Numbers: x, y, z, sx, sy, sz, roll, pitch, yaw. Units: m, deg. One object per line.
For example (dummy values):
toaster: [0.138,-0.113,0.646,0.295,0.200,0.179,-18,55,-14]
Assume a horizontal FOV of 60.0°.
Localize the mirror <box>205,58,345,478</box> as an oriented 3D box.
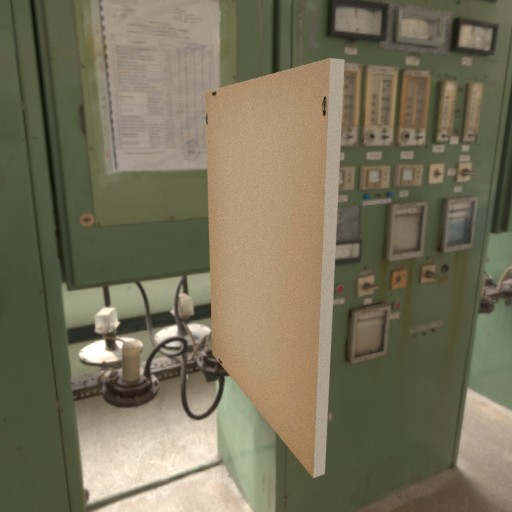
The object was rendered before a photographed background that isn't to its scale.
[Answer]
mirror: [0.000,0.000,1.367,0.041,1.016,0.762,-7,16,-25]
